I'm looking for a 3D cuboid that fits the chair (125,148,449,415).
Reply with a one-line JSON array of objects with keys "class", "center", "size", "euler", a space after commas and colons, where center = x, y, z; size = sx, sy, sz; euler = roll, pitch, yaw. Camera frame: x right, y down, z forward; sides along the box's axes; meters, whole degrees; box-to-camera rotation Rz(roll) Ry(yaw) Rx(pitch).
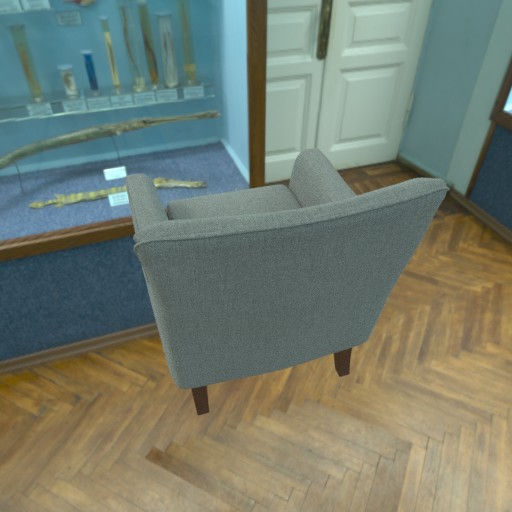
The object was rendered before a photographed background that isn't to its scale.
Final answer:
[{"class": "chair", "center": [0.000, 0.000, 1.755], "size": [0.887, 1.047, 0.993], "euler": [-11, 41, -13]}]
